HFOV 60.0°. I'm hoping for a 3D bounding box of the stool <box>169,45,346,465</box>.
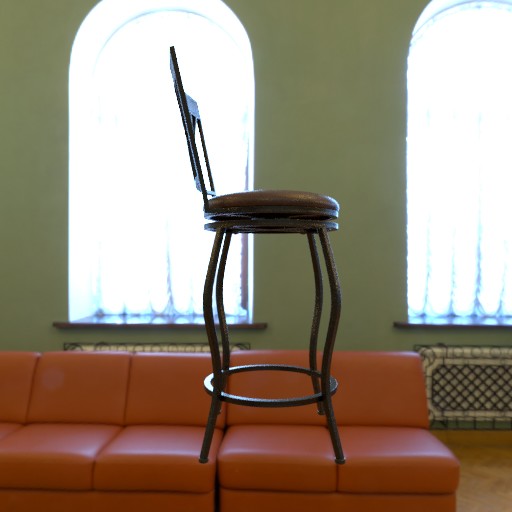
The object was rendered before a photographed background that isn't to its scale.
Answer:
[{"bbox_3d":[0.000,0.000,1.387,0.514,1.117,0.433,0,0,1],"label":"stool"}]
